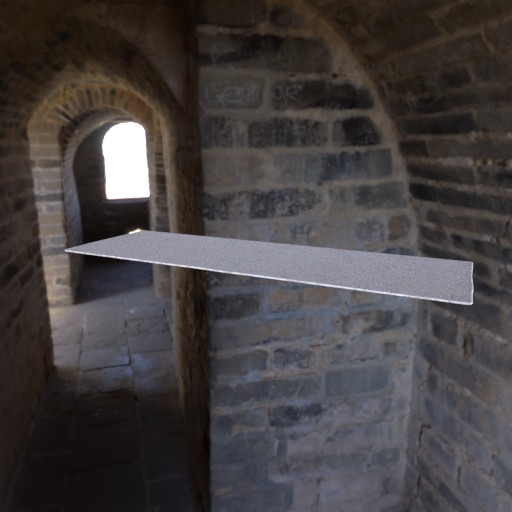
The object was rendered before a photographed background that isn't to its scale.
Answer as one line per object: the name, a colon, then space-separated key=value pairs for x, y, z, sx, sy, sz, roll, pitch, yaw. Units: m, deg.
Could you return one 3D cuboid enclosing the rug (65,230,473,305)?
rug: x=0.000 y=0.000 z=2.752 sx=2.436 sy=0.013 sz=0.807 roll=6 pitch=15 yaw=25
